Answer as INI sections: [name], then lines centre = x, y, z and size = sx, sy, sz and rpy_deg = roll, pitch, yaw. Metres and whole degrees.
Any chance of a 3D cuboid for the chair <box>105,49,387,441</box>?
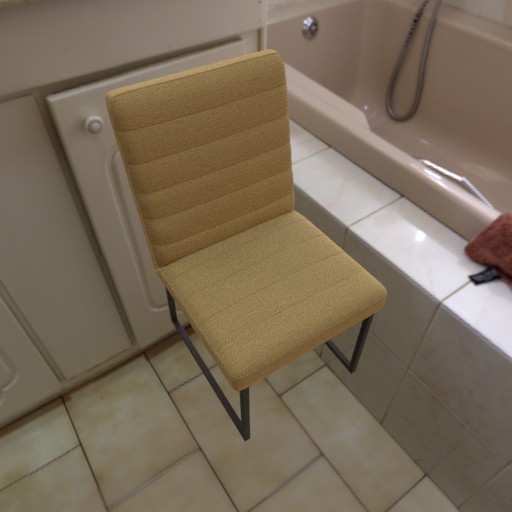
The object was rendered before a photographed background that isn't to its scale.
[chair]
centre = 0.000, 0.000, 1.334
size = 0.520, 0.930, 0.634
rpy_deg = -25, 51, -22
